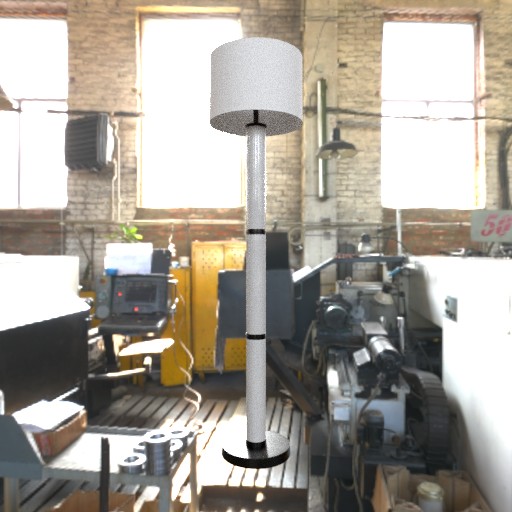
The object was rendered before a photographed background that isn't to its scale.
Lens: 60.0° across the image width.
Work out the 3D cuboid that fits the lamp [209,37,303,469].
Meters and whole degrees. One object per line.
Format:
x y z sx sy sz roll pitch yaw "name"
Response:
0.000 0.000 1.798 0.377 1.599 0.377 0 1 -36 "lamp"
